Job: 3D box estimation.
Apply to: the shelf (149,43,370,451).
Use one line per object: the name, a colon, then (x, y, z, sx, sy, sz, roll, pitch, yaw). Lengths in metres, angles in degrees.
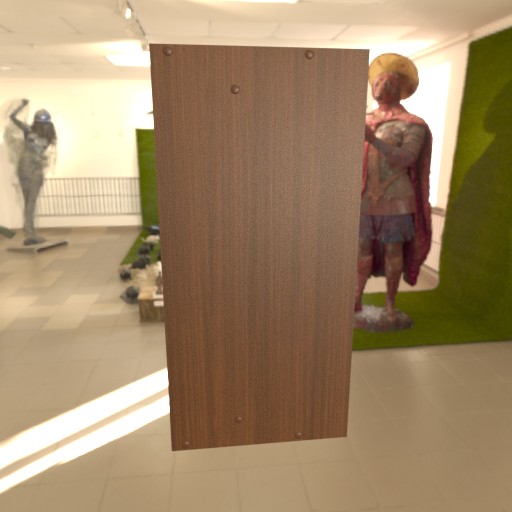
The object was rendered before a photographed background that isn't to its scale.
shelf: (0.000, 0.000, 0.720, 0.290, 0.600, 0.147, -2, 15, -7)
